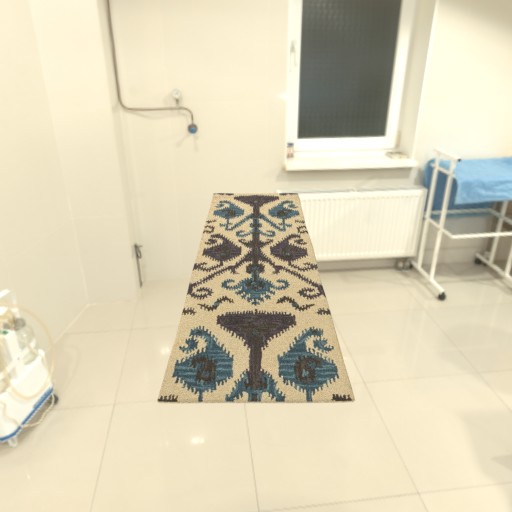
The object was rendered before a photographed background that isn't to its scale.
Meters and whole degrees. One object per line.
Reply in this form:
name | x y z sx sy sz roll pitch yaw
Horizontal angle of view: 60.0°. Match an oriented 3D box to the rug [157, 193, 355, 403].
rug | 0.000 0.000 2.567 0.692 0.017 2.301 0 26 0
